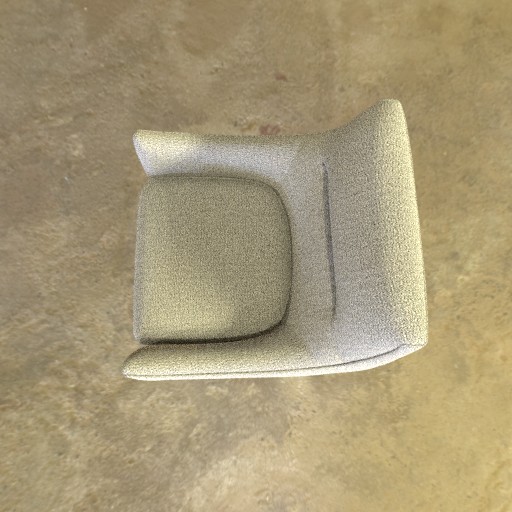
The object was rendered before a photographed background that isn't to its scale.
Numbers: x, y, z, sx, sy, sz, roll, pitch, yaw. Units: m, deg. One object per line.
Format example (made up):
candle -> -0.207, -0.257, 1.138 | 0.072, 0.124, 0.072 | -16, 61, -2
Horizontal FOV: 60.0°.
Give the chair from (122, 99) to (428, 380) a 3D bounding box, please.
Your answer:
chair -> 0.000, 0.000, 1.430 | 0.787, 0.838, 0.762 | -1, 76, 0
